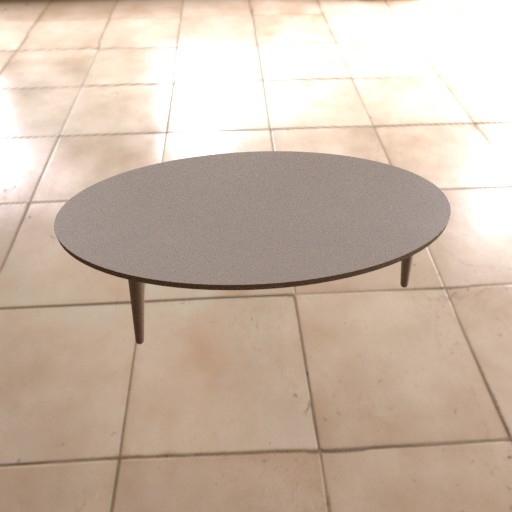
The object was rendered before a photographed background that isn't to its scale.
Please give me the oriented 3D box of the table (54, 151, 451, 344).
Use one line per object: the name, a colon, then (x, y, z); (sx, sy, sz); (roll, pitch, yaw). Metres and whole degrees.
table: (0.000, 0.000, 1.363); (1.083, 0.390, 0.542); (-3, 47, -3)
